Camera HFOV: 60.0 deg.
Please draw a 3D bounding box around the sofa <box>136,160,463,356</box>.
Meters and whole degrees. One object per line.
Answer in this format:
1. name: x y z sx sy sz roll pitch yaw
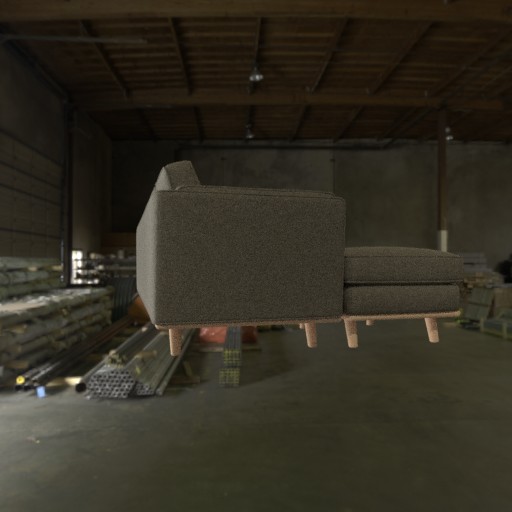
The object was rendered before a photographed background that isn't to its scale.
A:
1. sofa: 0.000 0.000 3.188 1.604 0.929 2.411 0 -1 -17
